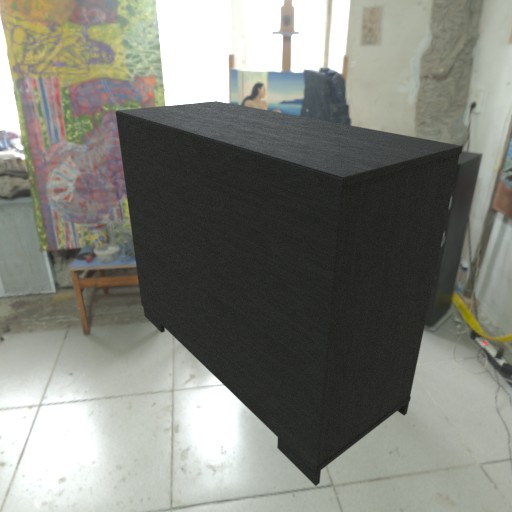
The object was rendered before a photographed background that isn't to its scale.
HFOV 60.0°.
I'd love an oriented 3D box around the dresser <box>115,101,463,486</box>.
[{"bbox_3d":[0.000,0.000,1.417,0.404,0.816,0.994,-19,32,-34],"label":"dresser"}]
